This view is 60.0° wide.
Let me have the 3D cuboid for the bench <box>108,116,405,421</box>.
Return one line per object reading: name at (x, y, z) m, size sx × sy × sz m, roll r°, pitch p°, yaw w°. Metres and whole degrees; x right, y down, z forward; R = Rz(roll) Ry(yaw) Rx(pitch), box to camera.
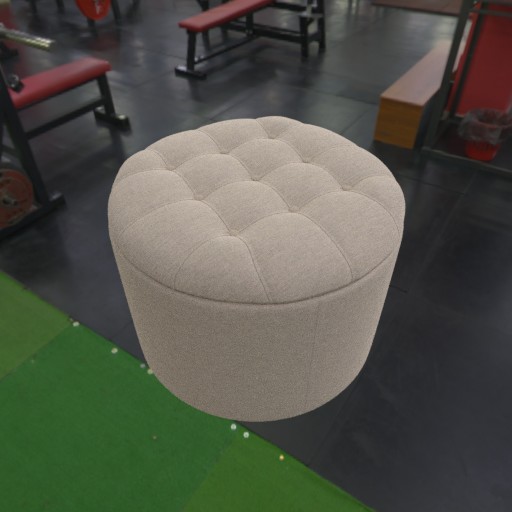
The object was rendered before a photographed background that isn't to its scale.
bench at (0.000, 0.000, 1.023) m, size 0.600 × 0.454 × 0.600 m, roll 0°, pitch 42°, yaw 0°
